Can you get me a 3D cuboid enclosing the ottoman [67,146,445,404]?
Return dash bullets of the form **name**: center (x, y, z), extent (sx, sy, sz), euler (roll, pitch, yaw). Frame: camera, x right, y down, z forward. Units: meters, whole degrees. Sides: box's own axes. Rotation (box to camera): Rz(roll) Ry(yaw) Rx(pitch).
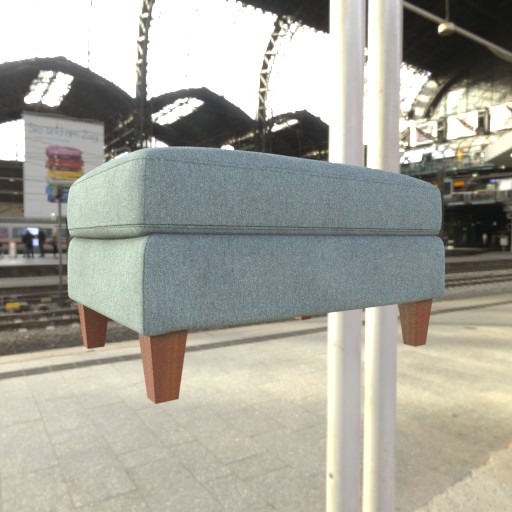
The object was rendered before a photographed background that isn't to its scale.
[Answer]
- **ottoman**: center (0.000, 0.000, 1.187), extent (0.864, 0.483, 0.584), euler (-2, 3, -34)
